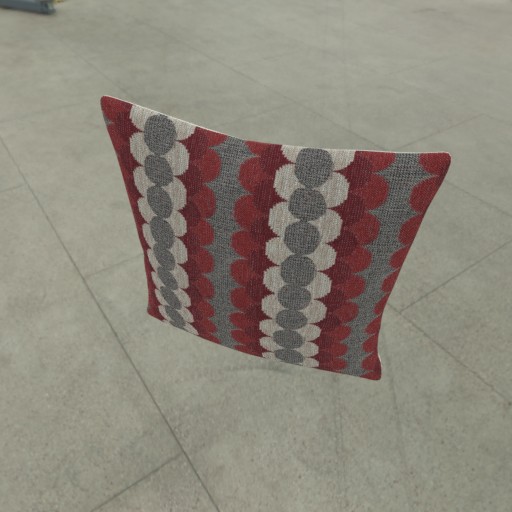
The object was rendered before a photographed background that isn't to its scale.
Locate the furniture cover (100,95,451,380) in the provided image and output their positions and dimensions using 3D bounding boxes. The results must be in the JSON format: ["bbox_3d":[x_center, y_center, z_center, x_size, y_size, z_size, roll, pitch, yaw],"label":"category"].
[{"bbox_3d":[0.000,0.000,0.646,0.435,0.420,0.145,13,43,14],"label":"furniture cover"}]
